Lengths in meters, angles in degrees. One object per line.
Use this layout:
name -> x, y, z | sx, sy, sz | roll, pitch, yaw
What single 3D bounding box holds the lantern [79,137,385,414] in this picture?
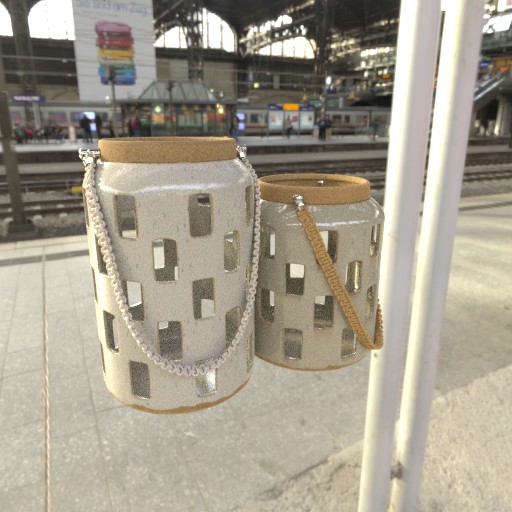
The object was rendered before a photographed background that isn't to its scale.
lantern -> 0.000, 0.000, 0.495 | 0.347, 0.255, 0.184 | -8, 19, -26
